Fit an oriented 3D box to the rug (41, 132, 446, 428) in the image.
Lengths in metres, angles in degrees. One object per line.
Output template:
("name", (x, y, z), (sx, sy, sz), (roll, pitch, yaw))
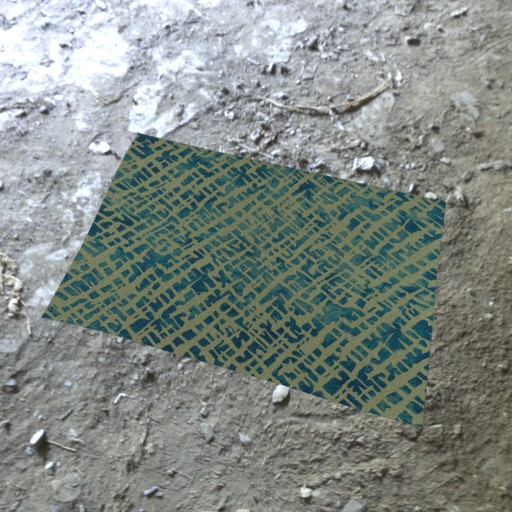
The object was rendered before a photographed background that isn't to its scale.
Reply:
("rug", (0.000, 0.000, 2.284), (1.830, 0.011, 1.209), (14, 64, 7))
